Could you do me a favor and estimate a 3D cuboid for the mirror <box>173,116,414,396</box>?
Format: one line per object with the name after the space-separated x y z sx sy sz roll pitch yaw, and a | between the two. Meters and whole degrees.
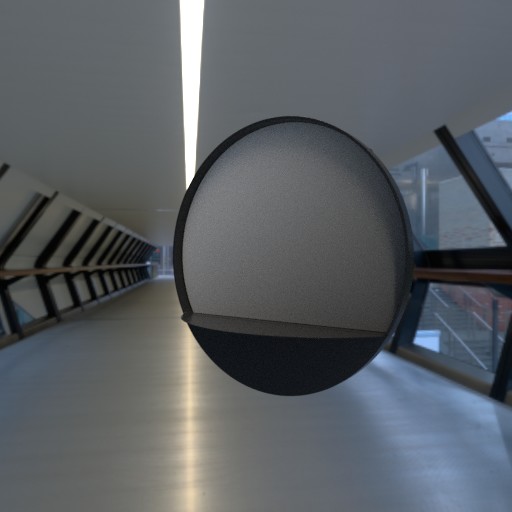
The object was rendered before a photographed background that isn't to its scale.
0.000 0.000 0.705 0.457 0.457 0.133 0 0 36 | mirror
